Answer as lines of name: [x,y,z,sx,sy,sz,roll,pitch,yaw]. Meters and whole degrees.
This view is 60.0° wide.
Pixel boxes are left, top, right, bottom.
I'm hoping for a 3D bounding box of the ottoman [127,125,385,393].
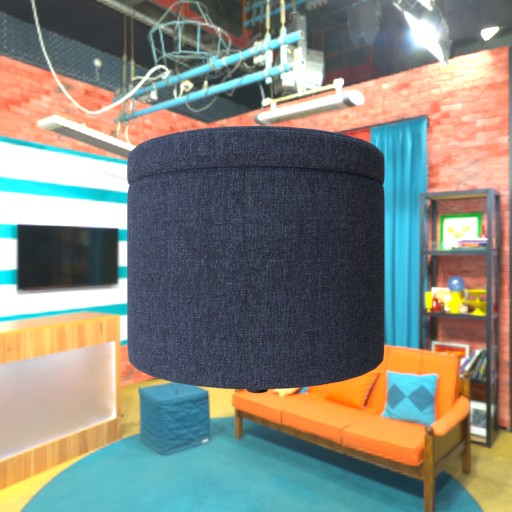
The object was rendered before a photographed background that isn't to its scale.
ottoman: [0.000,0.000,0.893,0.500,0.419,0.500,0,0,0]
